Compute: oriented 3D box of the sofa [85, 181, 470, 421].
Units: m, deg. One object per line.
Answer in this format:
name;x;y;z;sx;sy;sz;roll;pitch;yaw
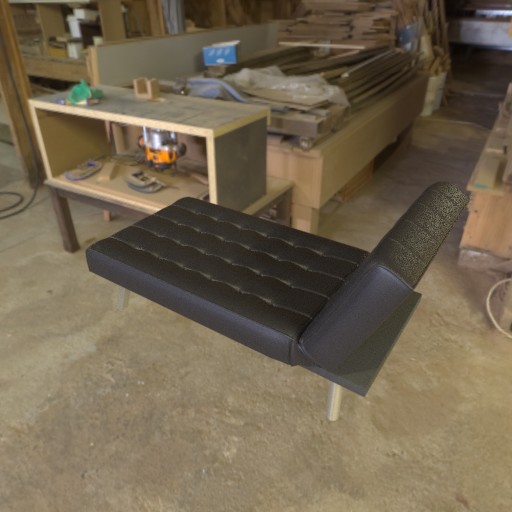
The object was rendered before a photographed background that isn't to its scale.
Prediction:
sofa;0.000;0.000;2.054;1.560;0.820;0.760;20;37;28
